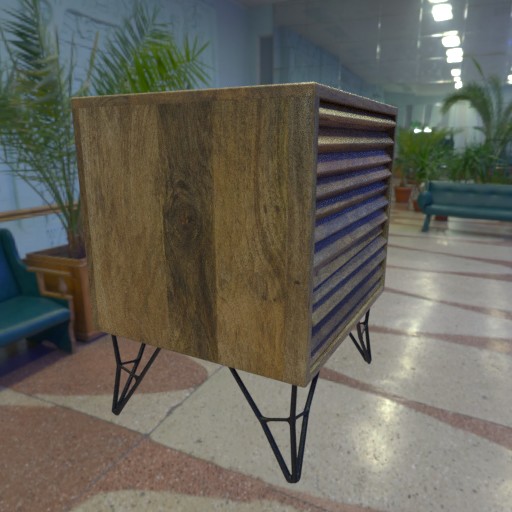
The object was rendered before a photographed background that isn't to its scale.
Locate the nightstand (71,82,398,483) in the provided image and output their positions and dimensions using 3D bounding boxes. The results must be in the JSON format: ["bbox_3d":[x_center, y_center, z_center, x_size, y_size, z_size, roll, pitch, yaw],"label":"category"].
[{"bbox_3d":[0.000,0.000,0.854,0.406,0.559,0.457,8,16,28],"label":"nightstand"}]
